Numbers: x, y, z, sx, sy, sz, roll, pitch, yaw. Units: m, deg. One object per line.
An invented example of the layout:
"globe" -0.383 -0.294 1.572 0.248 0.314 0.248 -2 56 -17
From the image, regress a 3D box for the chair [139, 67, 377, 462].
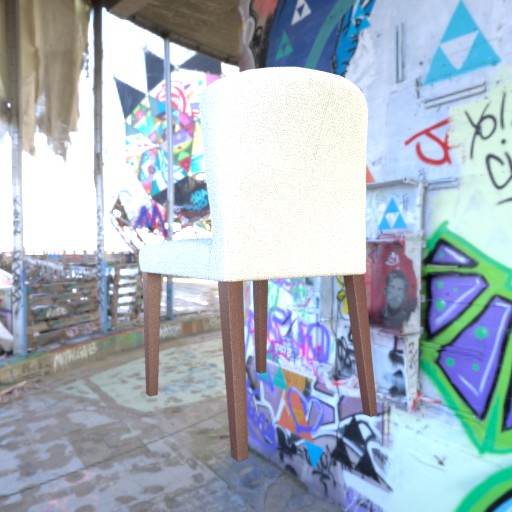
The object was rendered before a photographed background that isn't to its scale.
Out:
"chair" 0.000 0.000 1.234 0.491 0.839 0.589 -1 2 -35
